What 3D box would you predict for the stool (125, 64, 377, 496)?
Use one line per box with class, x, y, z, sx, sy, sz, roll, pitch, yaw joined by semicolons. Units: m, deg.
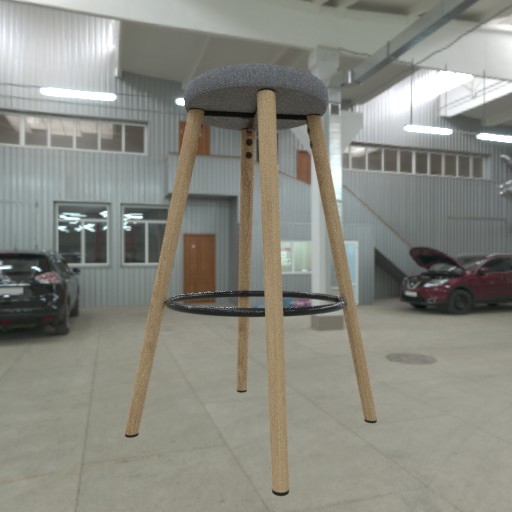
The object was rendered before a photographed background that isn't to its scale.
stool;0.000;0.000;0.992;0.410;0.770;0.410;0;0;36
